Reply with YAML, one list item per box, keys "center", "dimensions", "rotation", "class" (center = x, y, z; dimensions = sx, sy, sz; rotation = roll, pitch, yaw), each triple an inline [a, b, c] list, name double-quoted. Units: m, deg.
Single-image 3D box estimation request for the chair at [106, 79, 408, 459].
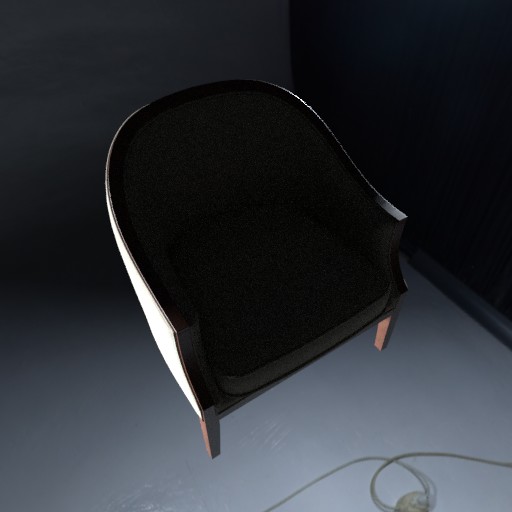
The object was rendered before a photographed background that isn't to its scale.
- center: [0.000, 0.000, 1.459]
  dimensions: [0.803, 0.876, 0.735]
  rotation: [-25, 50, -23]
  class: "chair"
